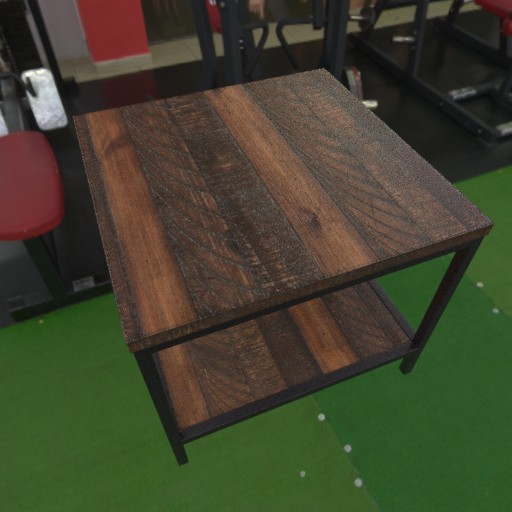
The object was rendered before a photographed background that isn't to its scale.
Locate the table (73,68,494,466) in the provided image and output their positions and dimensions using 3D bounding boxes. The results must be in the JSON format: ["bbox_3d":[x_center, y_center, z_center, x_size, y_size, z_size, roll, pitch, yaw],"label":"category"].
[{"bbox_3d":[0.000,0.000,0.944,0.553,0.482,0.548,-17,50,-14],"label":"table"}]
